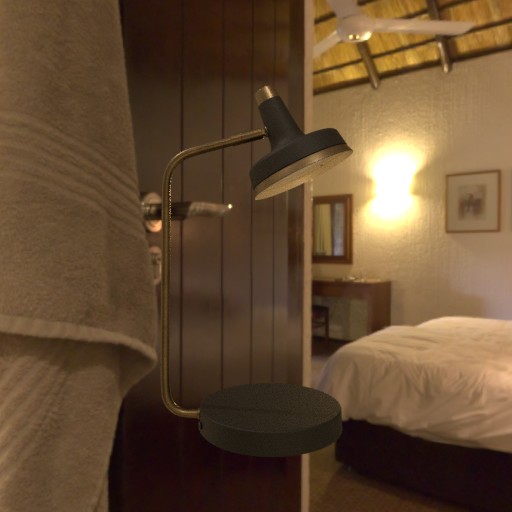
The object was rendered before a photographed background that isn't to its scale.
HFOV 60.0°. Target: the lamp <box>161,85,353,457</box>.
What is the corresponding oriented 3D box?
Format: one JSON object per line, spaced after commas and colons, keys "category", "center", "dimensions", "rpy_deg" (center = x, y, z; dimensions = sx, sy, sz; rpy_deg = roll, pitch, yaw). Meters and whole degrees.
{"category": "lamp", "center": [0.000, 0.000, 0.504], "dimensions": [0.218, 0.385, 0.162], "rpy_deg": [0, 1, 0]}
